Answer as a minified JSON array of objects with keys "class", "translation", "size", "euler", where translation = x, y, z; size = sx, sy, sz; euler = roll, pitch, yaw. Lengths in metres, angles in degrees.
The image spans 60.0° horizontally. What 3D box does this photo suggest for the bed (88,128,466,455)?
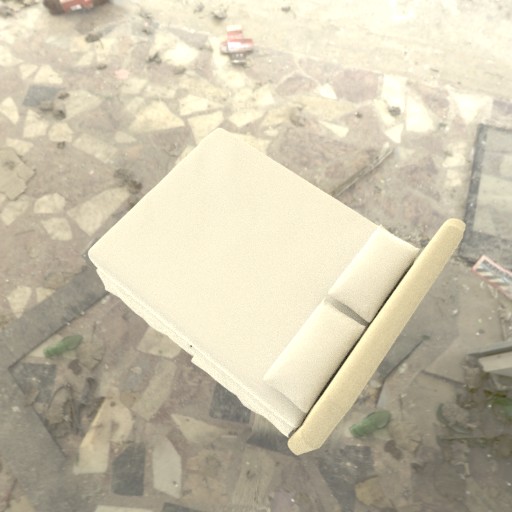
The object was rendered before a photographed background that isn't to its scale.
[{"class":"bed","translation":[0.000,0.000,3.213],"size":[2.116,1.290,1.693],"euler":[35,70,15]}]
